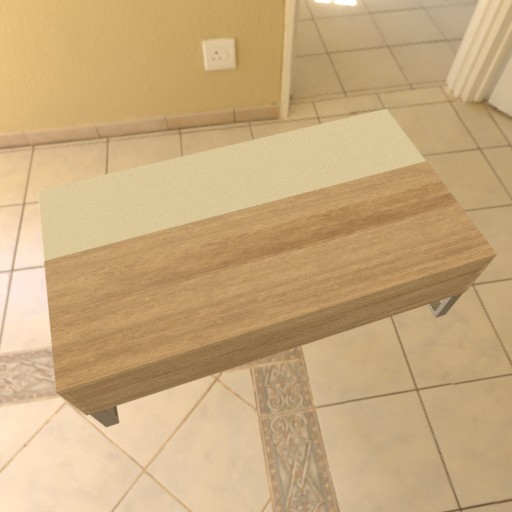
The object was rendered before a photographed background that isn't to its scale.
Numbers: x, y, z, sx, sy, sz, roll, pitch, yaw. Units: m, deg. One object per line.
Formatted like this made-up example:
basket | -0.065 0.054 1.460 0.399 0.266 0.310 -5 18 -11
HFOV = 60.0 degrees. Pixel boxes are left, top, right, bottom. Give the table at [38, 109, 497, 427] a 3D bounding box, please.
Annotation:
table | 0.000 0.000 1.339 1.100 0.350 0.600 -16 58 -10
